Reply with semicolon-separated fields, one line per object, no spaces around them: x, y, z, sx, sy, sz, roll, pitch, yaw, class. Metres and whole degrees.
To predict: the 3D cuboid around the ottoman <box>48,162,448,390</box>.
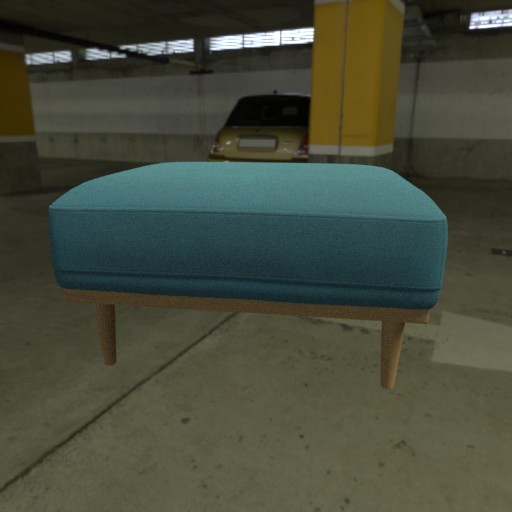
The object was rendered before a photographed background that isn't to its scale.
0.000;0.000;1.077;0.749;0.428;0.549;3;17;8;ottoman
